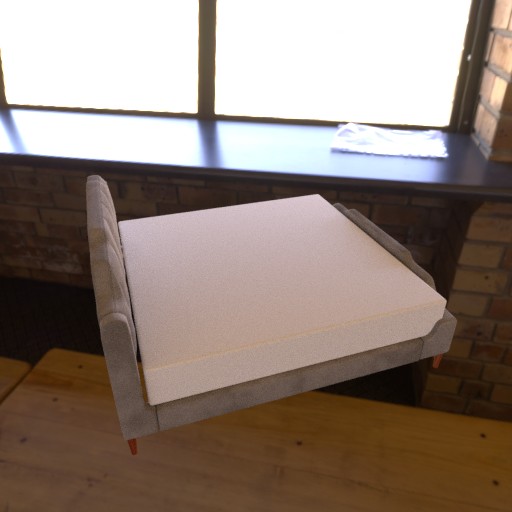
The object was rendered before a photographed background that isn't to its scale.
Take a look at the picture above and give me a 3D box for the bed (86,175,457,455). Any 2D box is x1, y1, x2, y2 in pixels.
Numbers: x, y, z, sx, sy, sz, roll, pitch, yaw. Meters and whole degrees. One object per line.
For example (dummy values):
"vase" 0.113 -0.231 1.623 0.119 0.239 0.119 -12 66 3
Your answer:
"bed" 0.000 0.000 3.525 2.340 1.245 2.074 -10 32 -16
